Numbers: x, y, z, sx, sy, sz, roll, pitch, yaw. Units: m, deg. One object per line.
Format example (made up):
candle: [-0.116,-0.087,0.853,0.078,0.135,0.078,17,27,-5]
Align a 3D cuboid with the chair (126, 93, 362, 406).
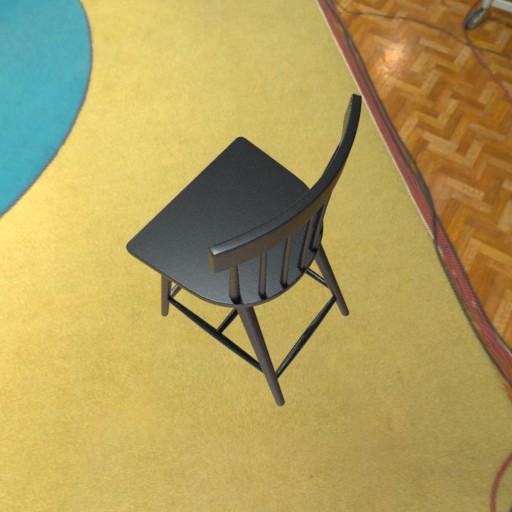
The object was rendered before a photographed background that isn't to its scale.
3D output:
chair: [0.000,0.000,1.277,0.572,0.952,0.483,35,68,16]
